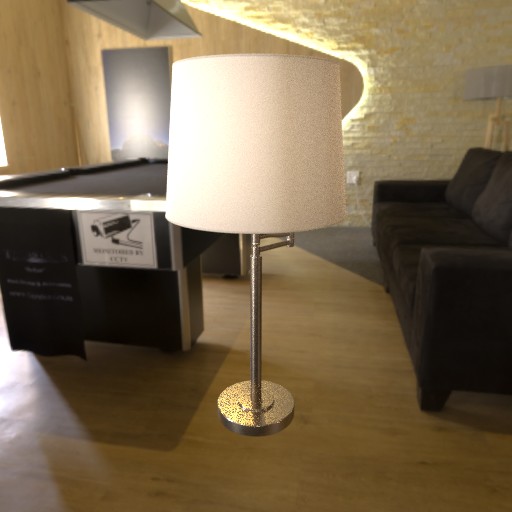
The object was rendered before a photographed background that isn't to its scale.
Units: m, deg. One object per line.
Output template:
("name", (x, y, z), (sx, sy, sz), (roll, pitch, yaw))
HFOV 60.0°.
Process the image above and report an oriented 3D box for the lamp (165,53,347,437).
("lamp", (0.000, 0.000, 0.853), (0.333, 0.696, 0.333), (0, 16, 0))
